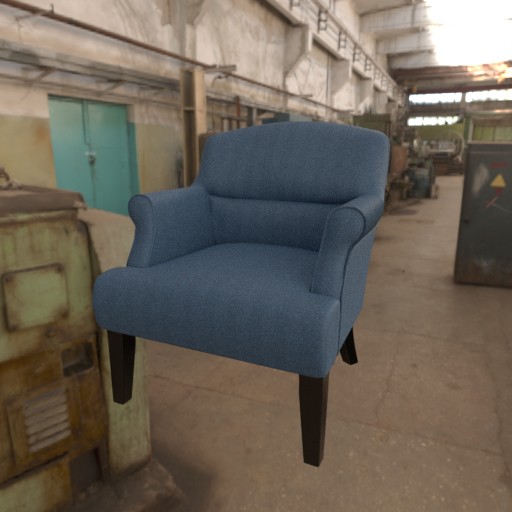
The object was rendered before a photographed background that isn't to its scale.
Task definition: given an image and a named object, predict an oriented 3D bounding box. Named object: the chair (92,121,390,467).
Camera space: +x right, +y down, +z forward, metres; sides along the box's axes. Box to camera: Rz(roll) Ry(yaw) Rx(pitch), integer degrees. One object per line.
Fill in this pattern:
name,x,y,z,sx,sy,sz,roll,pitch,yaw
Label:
chair,0.000,0.000,1.451,0.770,0.878,0.754,7,15,25
